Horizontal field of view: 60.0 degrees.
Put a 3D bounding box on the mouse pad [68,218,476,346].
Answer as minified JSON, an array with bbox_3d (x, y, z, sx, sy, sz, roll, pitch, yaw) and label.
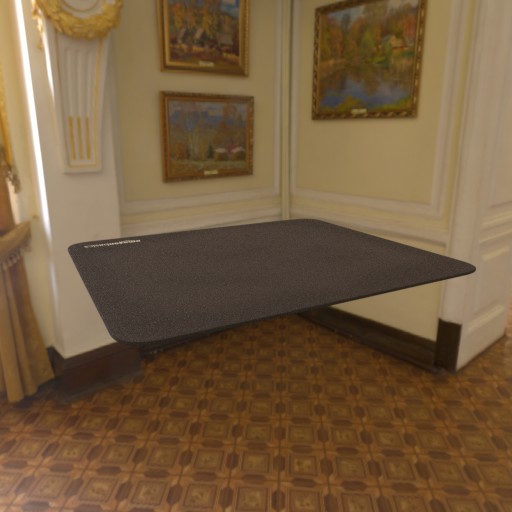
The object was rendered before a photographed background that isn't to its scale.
[{"bbox_3d":[0.000,0.000,0.338,0.249,0.002,0.211,-8,18,-27],"label":"mouse pad"}]
